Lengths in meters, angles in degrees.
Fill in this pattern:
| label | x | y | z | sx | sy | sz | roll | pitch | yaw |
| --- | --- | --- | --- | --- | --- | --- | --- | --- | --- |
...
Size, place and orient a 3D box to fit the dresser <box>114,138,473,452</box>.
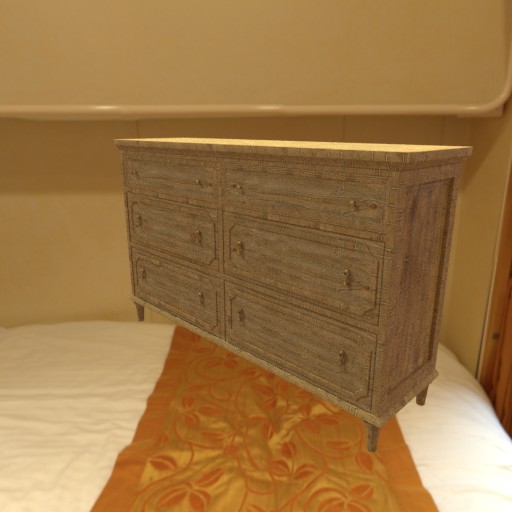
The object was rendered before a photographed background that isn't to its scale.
| label | x | y | z | sx | sy | sz | roll | pitch | yaw |
| --- | --- | --- | --- | --- | --- | --- | --- | --- | --- |
| dresser | 0.000 | 0.000 | 2.044 | 1.626 | 1.016 | 0.457 | 16 | 23 | 43 |
